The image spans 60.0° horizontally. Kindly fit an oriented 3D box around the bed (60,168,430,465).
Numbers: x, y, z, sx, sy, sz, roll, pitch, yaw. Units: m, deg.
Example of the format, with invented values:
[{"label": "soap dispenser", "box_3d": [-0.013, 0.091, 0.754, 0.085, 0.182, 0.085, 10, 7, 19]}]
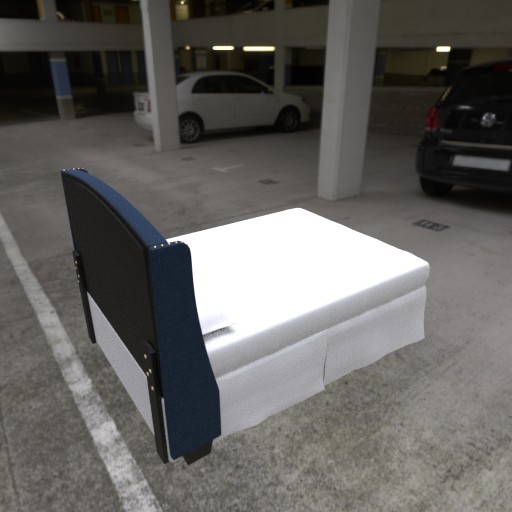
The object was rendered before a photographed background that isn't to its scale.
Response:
[{"label": "bed", "box_3d": [0.000, 0.000, 3.243, 2.223, 1.402, 1.604, -17, 30, -31]}]
